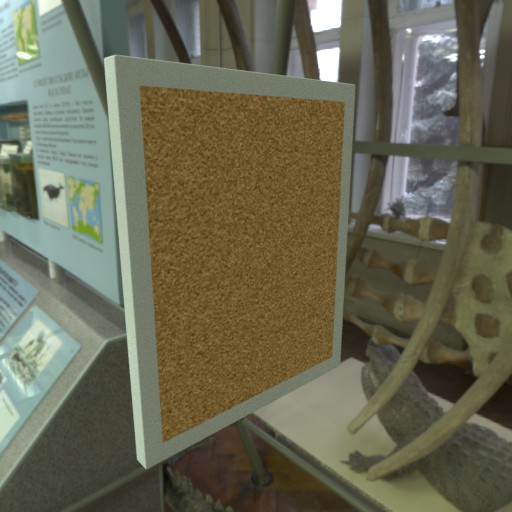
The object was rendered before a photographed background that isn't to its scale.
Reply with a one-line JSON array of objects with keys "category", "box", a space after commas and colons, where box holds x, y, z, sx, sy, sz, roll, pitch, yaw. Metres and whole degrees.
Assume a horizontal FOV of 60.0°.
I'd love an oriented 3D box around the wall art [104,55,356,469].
[{"category": "wall art", "box": [0.000, 0.000, 0.726, 0.454, 0.556, 0.028, -13, 20, -40]}]
